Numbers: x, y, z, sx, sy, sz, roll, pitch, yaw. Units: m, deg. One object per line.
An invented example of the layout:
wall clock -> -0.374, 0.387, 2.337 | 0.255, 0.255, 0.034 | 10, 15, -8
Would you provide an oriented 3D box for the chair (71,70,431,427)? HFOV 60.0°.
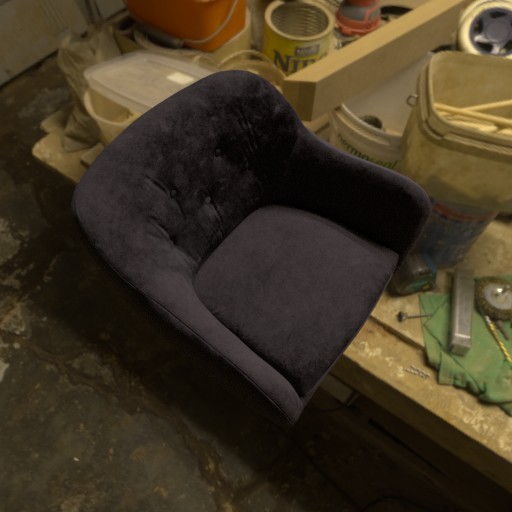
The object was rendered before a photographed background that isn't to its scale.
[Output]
chair -> 0.000, 0.000, 1.474 | 0.819, 0.807, 0.840 | 32, 63, 19
